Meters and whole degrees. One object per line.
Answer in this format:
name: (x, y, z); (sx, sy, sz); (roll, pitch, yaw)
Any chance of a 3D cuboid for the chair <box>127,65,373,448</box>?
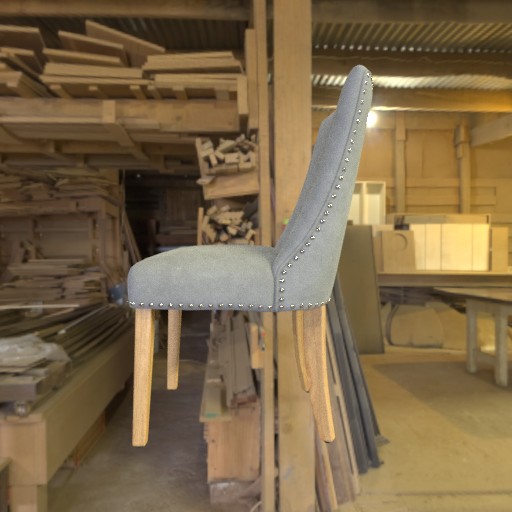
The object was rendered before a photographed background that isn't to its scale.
chair: (0.000, 0.000, 1.260); (0.610, 0.902, 0.495); (0, 1, 0)
